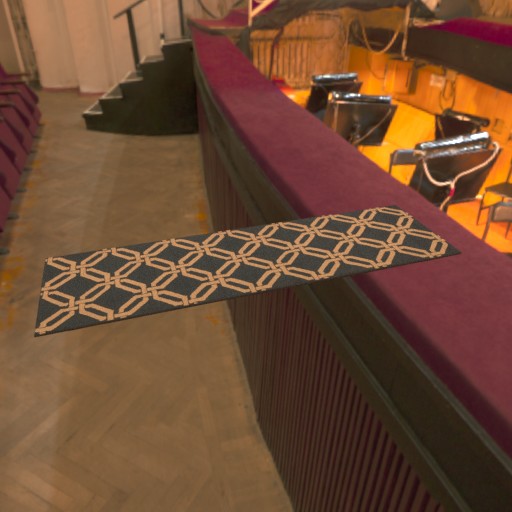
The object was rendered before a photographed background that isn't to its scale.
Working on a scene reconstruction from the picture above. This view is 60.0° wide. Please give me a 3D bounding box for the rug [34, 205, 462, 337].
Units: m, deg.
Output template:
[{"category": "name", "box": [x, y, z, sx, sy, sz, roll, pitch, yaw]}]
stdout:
[{"category": "rug", "box": [0.000, 0.000, 2.523, 2.276, 0.014, 0.678, -10, 33, -15]}]
